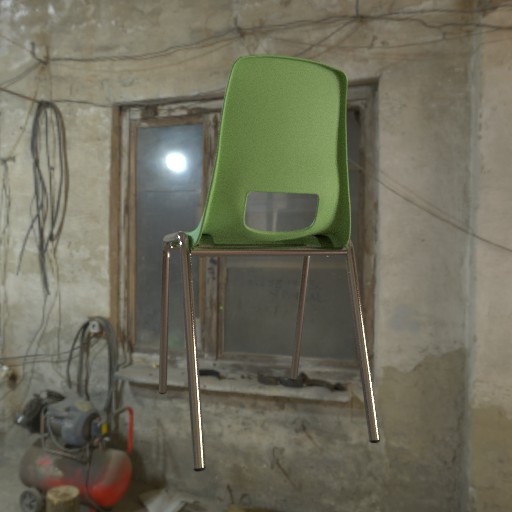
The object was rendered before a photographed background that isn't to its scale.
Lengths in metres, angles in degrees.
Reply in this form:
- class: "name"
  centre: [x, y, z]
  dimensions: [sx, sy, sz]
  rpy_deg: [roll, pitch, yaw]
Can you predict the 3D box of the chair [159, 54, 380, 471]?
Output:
- class: "chair"
  centre: [0.000, 0.000, 0.977]
  dimensions: [0.381, 0.704, 0.436]
  rpy_deg: [0, 1, -18]
